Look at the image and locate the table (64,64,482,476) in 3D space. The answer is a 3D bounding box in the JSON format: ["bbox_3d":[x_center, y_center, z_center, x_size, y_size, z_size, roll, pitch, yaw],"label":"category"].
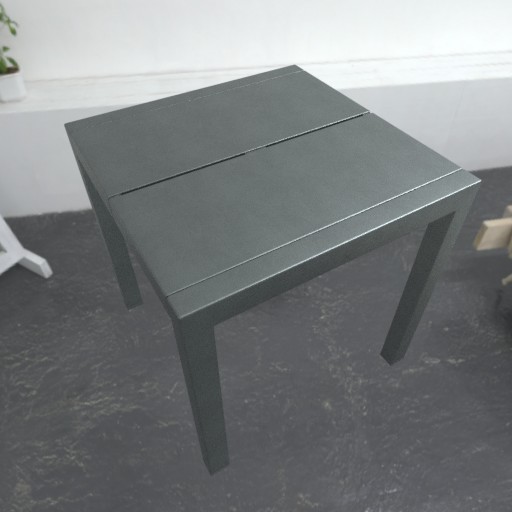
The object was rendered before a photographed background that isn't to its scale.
[{"bbox_3d":[0.000,0.000,0.920,0.508,0.508,0.508,-23,50,-21],"label":"table"}]
